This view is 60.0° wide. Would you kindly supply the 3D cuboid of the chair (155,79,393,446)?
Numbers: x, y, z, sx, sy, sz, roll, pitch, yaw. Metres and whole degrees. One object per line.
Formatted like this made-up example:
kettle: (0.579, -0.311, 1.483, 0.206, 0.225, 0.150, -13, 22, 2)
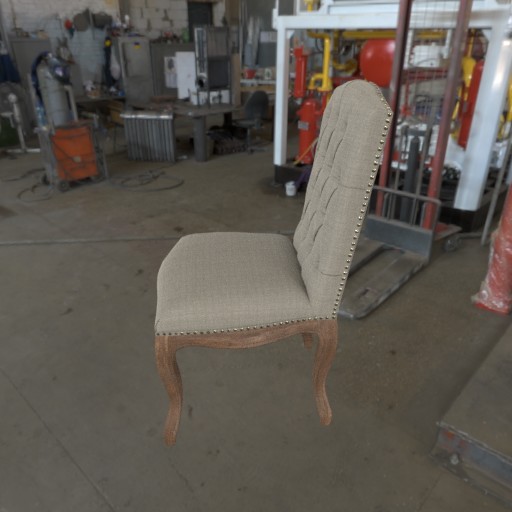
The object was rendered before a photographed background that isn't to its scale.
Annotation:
chair: (0.000, 0.000, 1.608, 0.731, 1.191, 0.637, -1, 27, -2)
